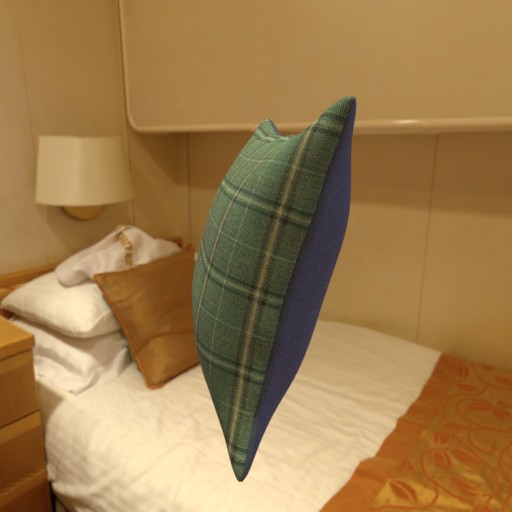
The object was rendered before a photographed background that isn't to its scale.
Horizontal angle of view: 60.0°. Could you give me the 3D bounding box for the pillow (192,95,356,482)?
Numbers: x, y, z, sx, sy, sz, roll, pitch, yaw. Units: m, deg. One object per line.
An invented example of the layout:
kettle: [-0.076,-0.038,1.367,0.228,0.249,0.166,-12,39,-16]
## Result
pillow: [0.000,0.000,0.684,0.200,0.430,0.453,-2,15,-9]
